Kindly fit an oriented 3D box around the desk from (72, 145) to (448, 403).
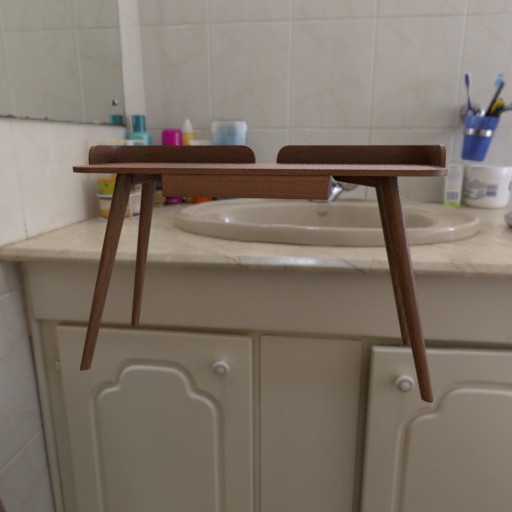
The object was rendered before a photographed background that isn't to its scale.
[{"bbox_3d":[0.000,0.000,1.647,1.256,0.800,0.486,2,14,10],"label":"desk"}]
